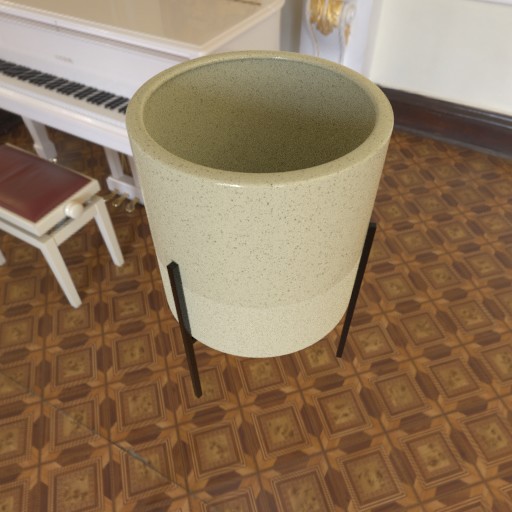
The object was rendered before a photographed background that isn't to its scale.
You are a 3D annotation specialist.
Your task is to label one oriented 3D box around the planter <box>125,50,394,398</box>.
[{"bbox_3d":[0.000,0.000,0.532,0.234,0.390,0.243,33,55,27],"label":"planter"}]
